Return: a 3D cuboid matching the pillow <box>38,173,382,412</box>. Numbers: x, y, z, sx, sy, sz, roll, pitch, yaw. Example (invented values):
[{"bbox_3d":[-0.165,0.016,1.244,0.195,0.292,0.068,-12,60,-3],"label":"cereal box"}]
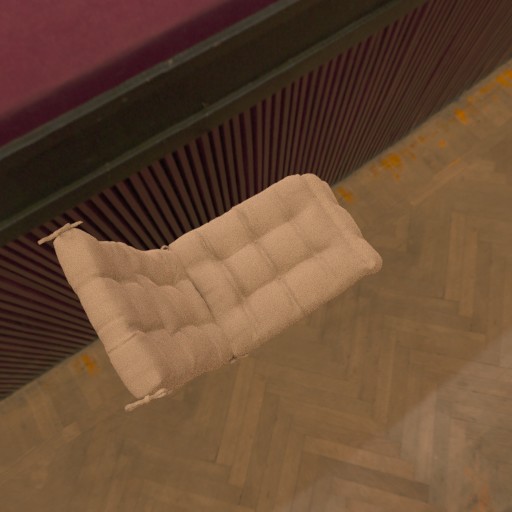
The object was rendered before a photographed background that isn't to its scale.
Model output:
[{"bbox_3d":[0.000,0.000,1.528,1.016,0.863,0.526,-31,77,-8],"label":"pillow"}]
